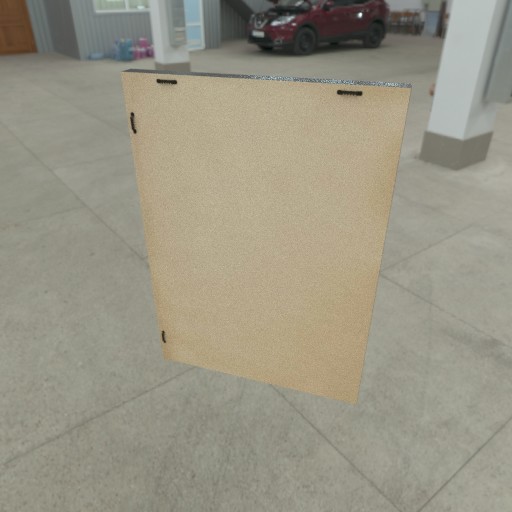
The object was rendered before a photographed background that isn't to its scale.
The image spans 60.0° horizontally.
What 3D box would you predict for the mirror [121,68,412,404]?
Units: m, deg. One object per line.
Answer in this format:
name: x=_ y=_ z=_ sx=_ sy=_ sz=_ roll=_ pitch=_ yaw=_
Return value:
mirror: x=0.000 y=0.000 z=0.938 sx=0.507 sy=0.710 sz=0.040 roll=9 pitch=33 yaw=15
